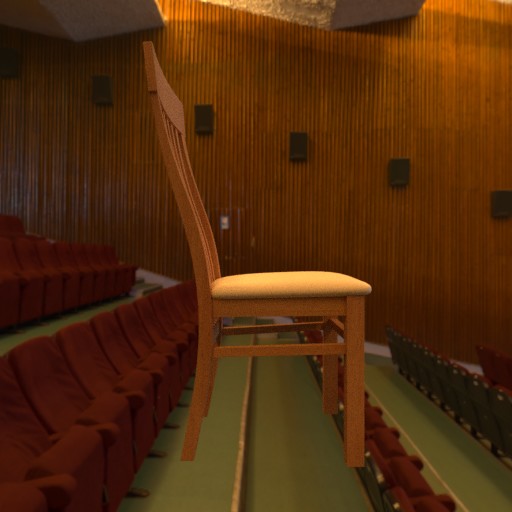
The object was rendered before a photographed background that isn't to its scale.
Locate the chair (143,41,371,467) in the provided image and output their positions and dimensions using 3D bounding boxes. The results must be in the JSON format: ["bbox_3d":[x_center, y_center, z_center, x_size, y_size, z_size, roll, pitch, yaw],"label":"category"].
[{"bbox_3d":[0.000,0.000,1.308,0.580,1.050,0.450,0,0,0],"label":"chair"}]
